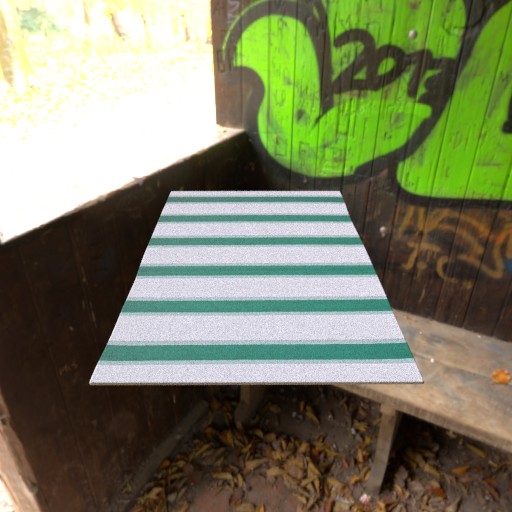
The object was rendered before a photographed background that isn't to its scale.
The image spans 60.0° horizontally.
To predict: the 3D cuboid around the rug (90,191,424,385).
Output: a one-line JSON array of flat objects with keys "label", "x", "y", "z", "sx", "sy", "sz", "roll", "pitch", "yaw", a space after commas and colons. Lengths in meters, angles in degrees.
[{"label": "rug", "x": 0.000, "y": 0.000, "z": 2.385, "sx": 1.210, "sy": 0.012, "sz": 1.829, "roll": 0, "pitch": 30, "yaw": 0}]
